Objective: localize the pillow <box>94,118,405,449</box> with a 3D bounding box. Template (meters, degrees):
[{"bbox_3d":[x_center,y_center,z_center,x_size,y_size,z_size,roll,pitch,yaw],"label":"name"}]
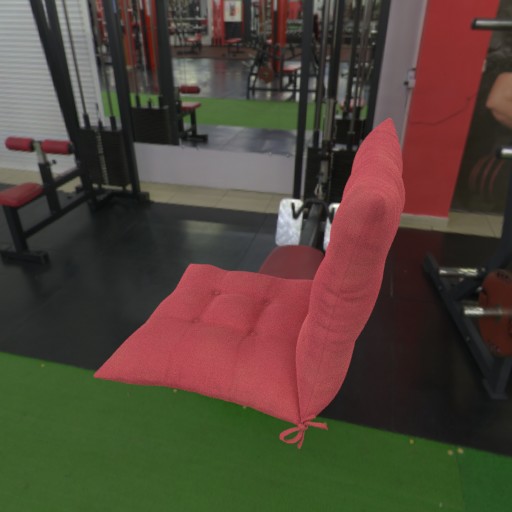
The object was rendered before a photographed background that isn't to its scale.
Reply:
[{"bbox_3d":[0.000,0.000,0.990,0.585,0.536,0.541,9,31,15],"label":"pillow"}]
